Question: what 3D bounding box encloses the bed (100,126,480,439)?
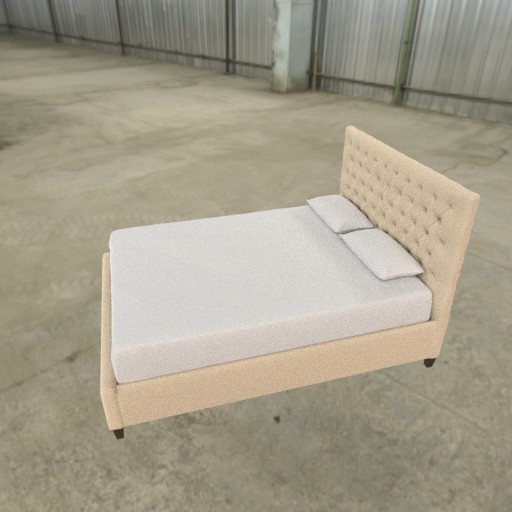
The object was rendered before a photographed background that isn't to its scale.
[{"bbox_3d":[0.000,0.000,3.422,2.387,1.427,1.698,-8,32,-14],"label":"bed"}]
